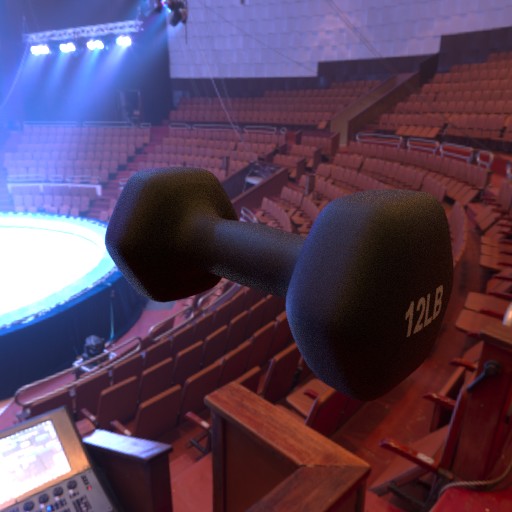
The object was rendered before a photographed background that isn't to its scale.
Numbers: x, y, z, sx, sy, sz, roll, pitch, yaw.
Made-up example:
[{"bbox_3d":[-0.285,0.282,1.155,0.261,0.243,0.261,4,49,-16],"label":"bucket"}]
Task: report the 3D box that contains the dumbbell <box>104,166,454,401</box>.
[{"bbox_3d":[0.000,0.000,0.288,0.112,0.101,0.231,-16,23,-42],"label":"dumbbell"}]
